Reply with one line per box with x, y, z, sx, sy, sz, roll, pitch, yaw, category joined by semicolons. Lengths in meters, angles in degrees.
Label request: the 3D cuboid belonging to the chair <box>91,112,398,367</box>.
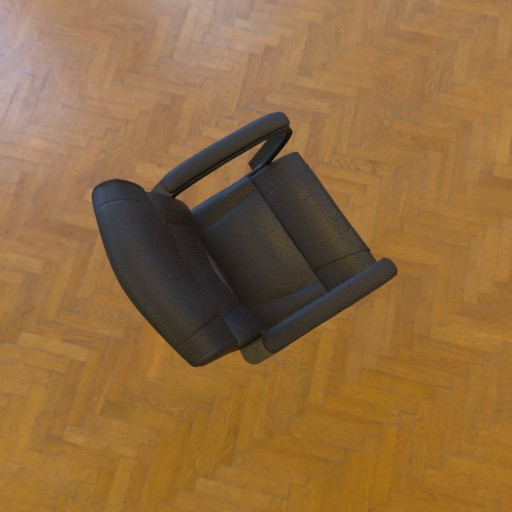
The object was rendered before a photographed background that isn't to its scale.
0.000;0.000;1.385;0.641;0.998;0.576;-32;79;-7;chair
